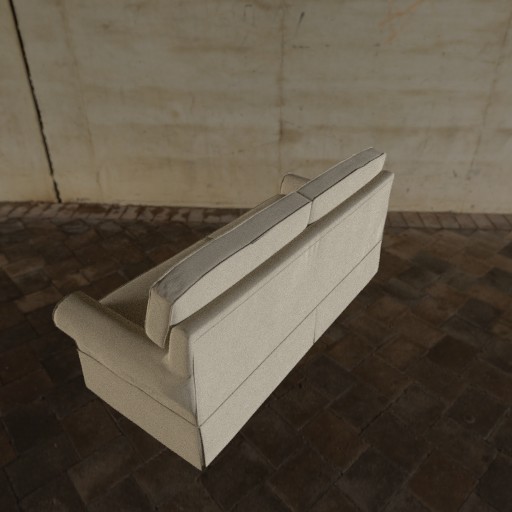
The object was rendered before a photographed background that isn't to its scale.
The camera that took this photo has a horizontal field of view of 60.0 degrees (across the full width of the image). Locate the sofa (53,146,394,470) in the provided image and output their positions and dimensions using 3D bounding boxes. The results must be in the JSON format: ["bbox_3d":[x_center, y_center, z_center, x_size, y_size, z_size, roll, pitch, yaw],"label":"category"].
[{"bbox_3d":[0.000,0.000,2.751,0.900,1.014,2.246,20,37,30],"label":"sofa"}]
